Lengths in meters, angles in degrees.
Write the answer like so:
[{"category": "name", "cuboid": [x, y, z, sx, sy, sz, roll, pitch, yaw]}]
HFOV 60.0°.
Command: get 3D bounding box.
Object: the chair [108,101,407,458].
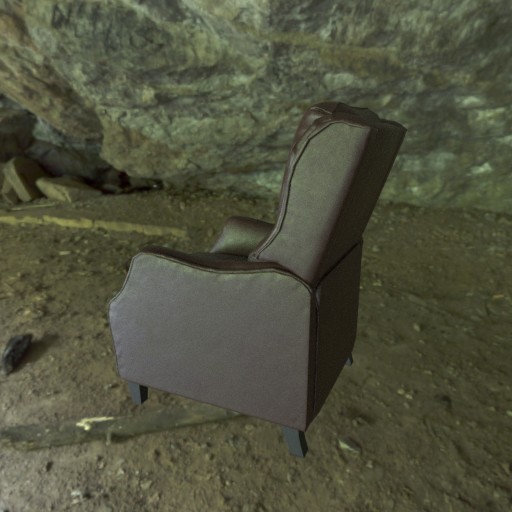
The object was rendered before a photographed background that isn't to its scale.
[{"category": "chair", "cuboid": [0.000, 0.000, 1.761, 0.982, 1.132, 0.770, 7, 17, 24]}]
